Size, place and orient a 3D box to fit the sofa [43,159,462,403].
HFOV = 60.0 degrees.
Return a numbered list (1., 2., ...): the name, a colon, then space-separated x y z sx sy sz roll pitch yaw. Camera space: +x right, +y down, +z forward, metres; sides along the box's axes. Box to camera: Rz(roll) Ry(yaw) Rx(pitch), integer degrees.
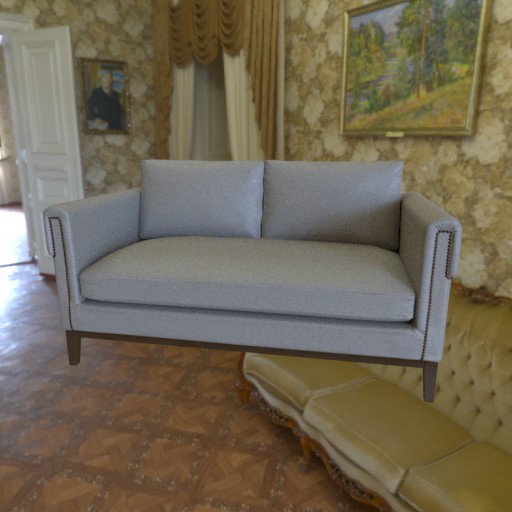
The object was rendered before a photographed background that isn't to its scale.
1. sofa: 0.000 0.000 2.091 1.598 0.873 0.899 3 14 11
